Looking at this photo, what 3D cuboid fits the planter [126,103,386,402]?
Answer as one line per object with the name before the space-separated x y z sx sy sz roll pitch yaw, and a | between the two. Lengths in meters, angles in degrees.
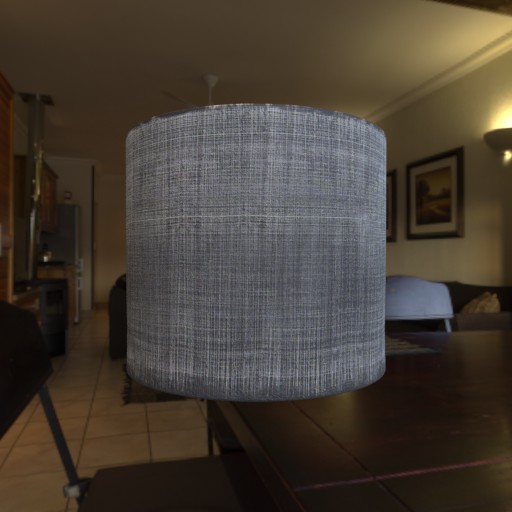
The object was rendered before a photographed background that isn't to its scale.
planter | 0.000 0.000 0.450 0.254 0.221 0.254 0 0 0
